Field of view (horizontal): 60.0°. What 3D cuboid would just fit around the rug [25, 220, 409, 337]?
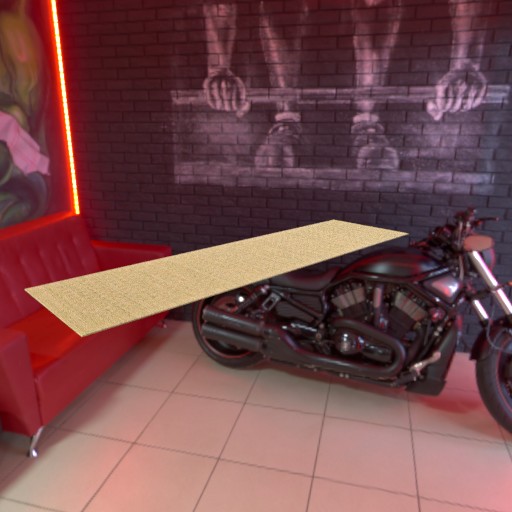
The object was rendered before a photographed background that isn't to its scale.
[{"bbox_3d":[0.000,0.000,2.712,2.437,0.006,0.686,-15,22,-41],"label":"rug"}]
